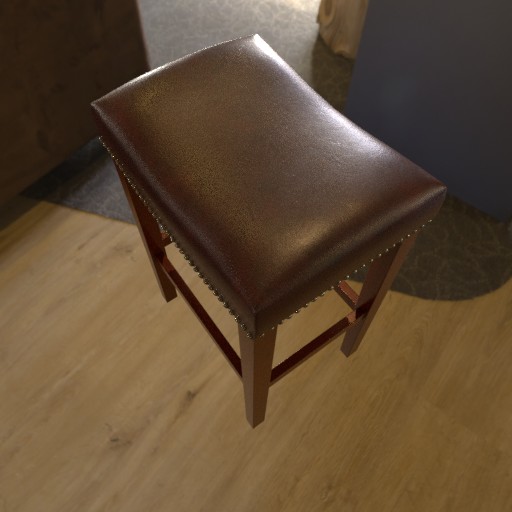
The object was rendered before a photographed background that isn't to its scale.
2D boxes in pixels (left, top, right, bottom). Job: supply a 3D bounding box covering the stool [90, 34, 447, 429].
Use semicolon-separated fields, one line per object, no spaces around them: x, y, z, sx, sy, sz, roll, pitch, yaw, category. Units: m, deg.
0.000;0.000;1.001;0.372;0.742;0.504;-31;63;-18;stool
